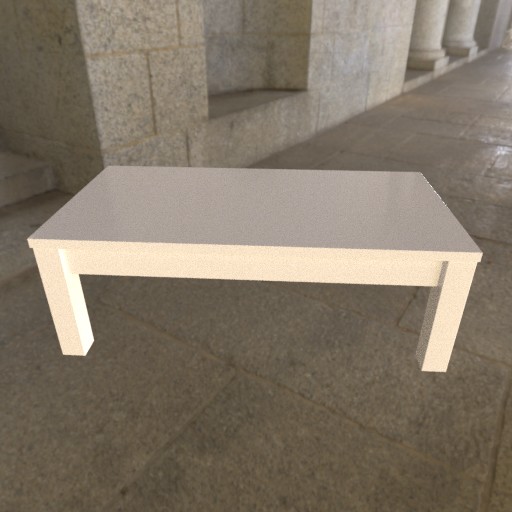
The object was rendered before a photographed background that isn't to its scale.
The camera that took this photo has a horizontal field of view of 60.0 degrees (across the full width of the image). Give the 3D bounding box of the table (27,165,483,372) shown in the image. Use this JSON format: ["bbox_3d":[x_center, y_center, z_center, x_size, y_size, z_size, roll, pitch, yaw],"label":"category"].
[{"bbox_3d":[0.000,0.000,1.729,1.350,0.470,0.700,2,30,3],"label":"table"}]
